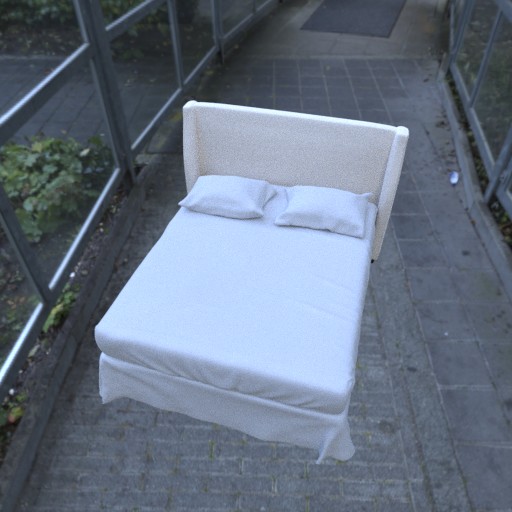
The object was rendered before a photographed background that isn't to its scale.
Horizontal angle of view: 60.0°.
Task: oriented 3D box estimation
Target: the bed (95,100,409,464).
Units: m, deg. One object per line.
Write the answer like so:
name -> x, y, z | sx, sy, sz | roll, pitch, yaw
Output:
bed -> 0.000, 0.000, 3.378 | 1.925, 1.332, 2.276 | 11, 44, 12
